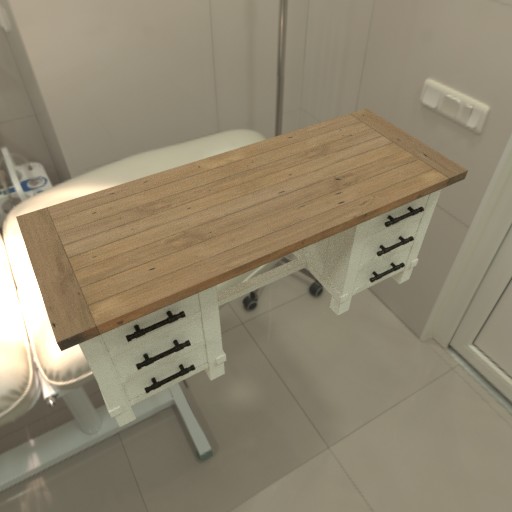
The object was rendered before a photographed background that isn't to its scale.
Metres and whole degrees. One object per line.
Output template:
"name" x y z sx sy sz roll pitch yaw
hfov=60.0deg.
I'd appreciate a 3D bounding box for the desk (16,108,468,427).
"desk" 0.000 0.000 2.140 1.803 0.760 0.688 -23 49 -21
